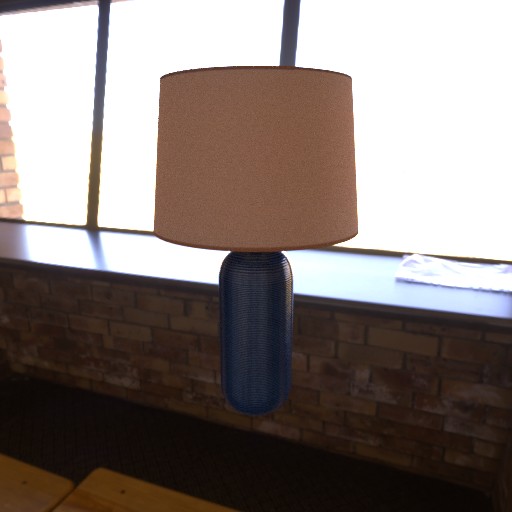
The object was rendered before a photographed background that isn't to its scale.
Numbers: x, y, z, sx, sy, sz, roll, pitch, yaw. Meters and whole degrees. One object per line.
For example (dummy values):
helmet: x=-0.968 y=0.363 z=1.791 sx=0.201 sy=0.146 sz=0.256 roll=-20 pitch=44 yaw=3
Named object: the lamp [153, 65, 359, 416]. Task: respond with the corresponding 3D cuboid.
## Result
lamp: x=0.000 y=0.000 z=0.823 sx=0.367 sy=0.609 sz=0.367 roll=0 pitch=14 yaw=0
